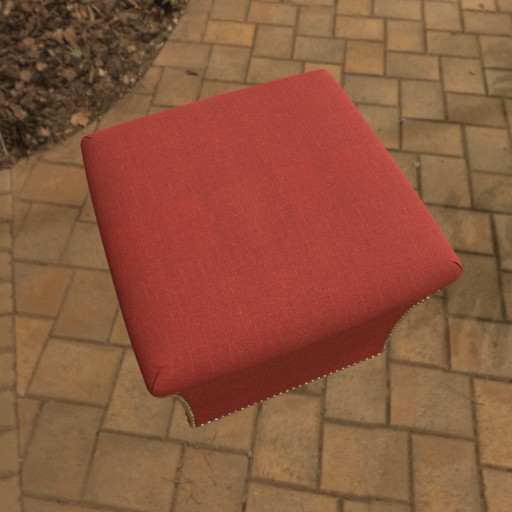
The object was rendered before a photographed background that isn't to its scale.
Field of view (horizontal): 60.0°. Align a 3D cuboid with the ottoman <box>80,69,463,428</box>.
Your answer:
[{"bbox_3d":[0.000,0.000,0.895,0.507,0.475,0.497,-19,63,-10],"label":"ottoman"}]
